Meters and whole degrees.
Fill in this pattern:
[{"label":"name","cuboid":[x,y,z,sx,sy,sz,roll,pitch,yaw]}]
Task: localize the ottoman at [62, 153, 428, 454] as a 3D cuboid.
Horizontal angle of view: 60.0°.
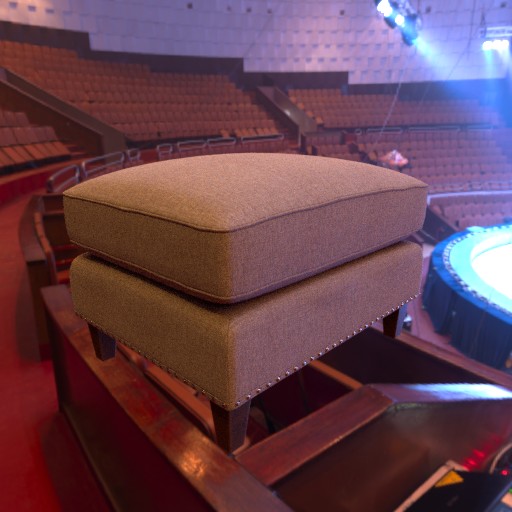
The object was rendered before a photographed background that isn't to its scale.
[{"label":"ottoman","cuboid":[0.000,0.000,1.145,0.584,0.513,0.741,15,22,42]}]
